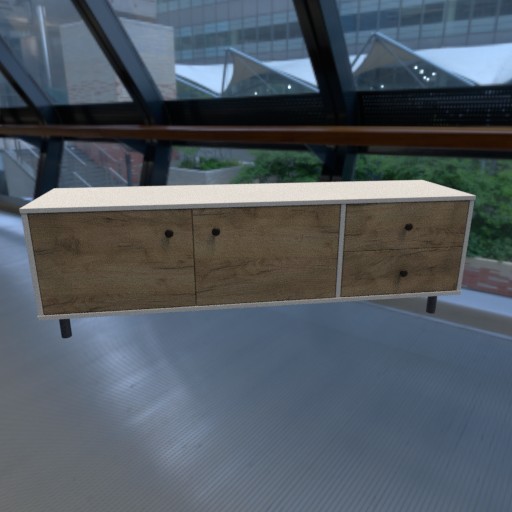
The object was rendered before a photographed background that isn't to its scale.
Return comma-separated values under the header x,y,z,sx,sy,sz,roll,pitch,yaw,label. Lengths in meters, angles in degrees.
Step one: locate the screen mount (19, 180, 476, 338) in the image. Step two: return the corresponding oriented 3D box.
x,y,z,sx,sy,sz,roll,pitch,yaw,label
0.000,0.000,1.800,1.600,0.520,0.418,-3,18,-8,screen mount
